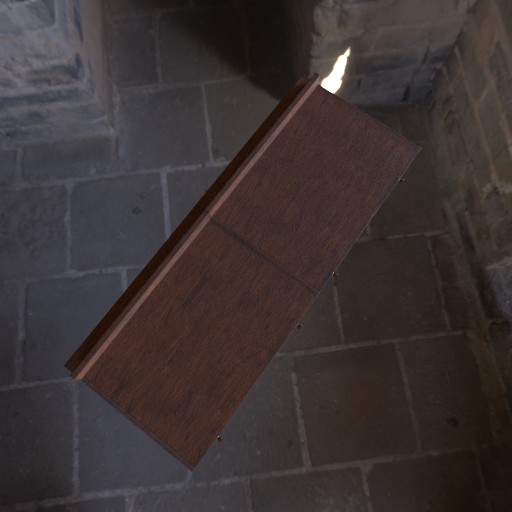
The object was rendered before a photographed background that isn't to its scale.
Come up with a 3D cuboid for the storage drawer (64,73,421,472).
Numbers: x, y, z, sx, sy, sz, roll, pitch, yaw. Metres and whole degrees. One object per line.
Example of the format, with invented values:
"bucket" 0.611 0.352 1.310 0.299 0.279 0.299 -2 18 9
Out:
"storage drawer" 0.000 0.000 2.247 0.774 0.339 1.914 35 78 9
